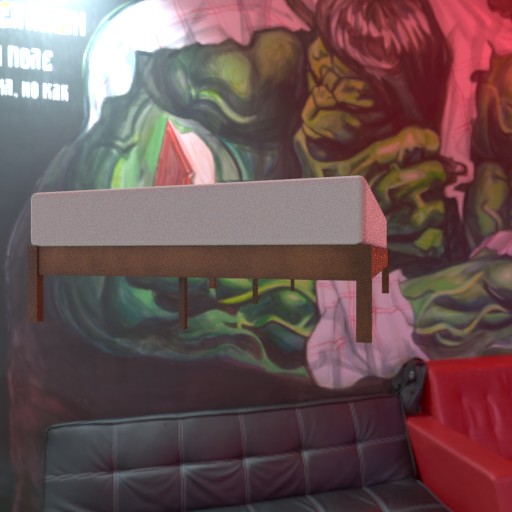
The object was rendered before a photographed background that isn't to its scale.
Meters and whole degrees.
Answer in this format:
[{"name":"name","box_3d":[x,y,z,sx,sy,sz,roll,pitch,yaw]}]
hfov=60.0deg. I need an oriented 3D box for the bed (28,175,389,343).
[{"name":"bed","box_3d":[0.000,0.000,2.759,1.529,0.593,2.050,0,0,18]}]
